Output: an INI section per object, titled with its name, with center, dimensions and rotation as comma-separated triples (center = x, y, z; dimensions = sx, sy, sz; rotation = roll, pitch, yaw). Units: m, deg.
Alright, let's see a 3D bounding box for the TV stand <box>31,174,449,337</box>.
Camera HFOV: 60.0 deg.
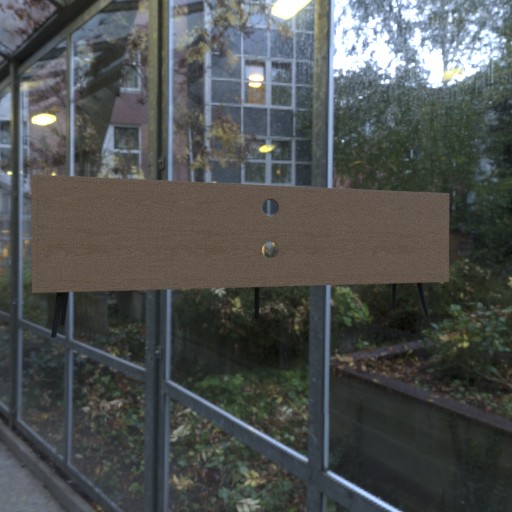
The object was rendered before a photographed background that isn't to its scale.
[TV stand]
center = 0.000, 0.000, 1.995
dimensions = 1.760, 0.580, 0.400
rotation = 0, 1, -17
